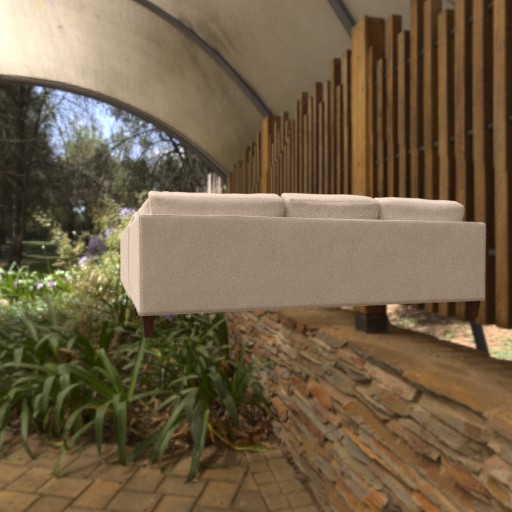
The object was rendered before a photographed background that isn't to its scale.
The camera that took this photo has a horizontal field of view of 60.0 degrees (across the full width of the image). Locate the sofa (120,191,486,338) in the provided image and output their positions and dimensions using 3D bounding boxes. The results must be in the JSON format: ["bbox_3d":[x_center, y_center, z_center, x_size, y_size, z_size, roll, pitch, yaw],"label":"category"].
[{"bbox_3d":[0.000,0.000,4.286,2.432,0.863,3.182,0,1,-19],"label":"sofa"}]
